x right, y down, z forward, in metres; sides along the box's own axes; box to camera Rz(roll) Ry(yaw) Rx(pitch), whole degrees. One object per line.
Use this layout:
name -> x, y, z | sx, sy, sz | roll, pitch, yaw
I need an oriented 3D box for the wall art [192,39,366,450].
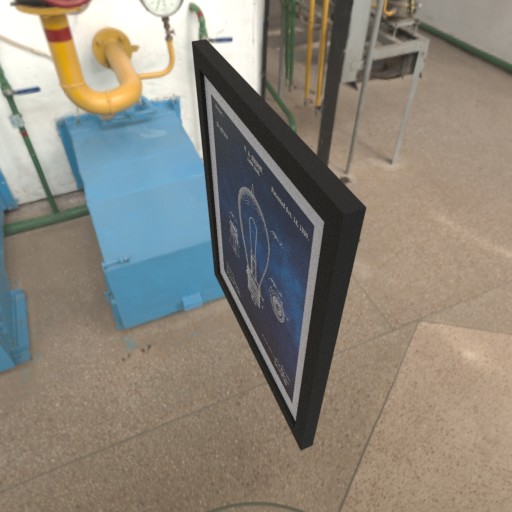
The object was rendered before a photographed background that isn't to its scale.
wall art -> 0.000, 0.000, 0.692 | 0.023, 0.505, 0.428 | -17, 48, -16
